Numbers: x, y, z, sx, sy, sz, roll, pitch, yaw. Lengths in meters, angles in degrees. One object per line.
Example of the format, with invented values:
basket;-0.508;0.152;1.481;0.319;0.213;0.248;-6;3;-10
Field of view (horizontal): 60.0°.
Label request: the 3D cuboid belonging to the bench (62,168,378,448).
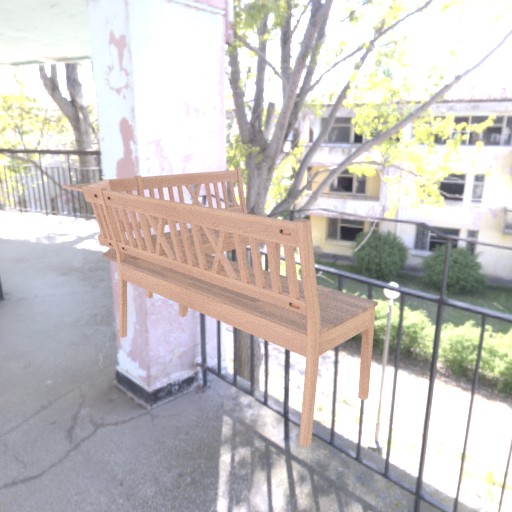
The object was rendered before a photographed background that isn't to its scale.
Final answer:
bench;0.000;0.000;2.753;1.937;0.902;1.537;14;21;42
